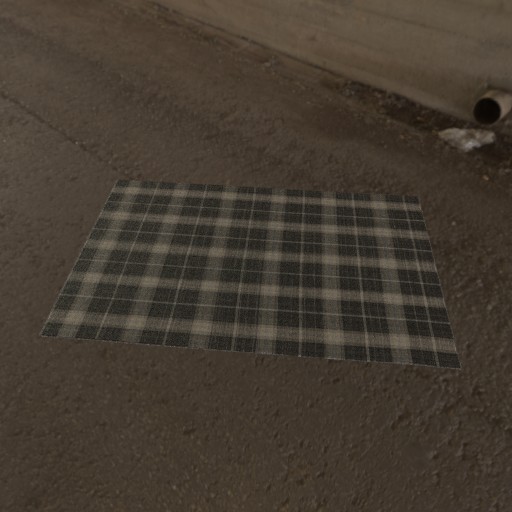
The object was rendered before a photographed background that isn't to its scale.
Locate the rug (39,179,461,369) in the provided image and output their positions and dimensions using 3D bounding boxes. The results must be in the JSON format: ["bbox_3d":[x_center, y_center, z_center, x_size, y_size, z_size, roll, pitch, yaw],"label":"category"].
[{"bbox_3d":[0.000,0.000,3.049,2.434,0.015,1.520,4,47,4],"label":"rug"}]
